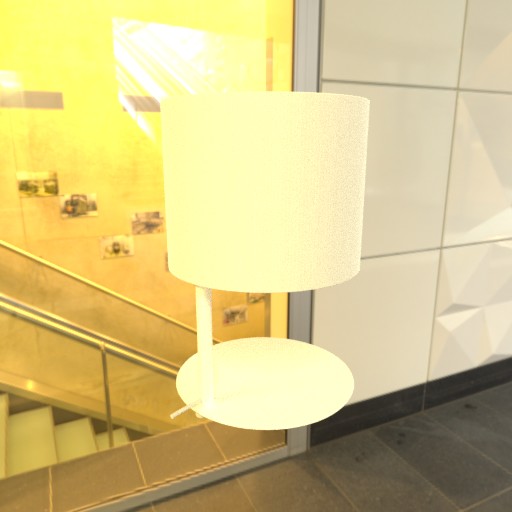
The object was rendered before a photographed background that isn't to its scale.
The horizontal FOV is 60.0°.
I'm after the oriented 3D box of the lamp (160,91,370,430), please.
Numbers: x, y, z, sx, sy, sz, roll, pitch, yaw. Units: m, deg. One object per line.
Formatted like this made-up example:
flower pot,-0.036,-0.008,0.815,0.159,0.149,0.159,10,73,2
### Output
lamp,0.000,0.000,0.691,0.341,0.454,0.299,-14,20,-43
